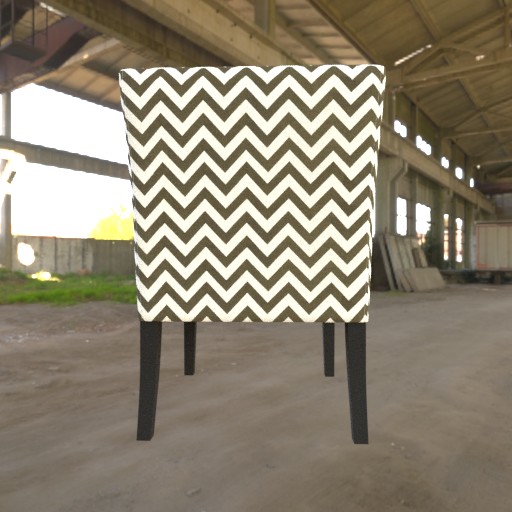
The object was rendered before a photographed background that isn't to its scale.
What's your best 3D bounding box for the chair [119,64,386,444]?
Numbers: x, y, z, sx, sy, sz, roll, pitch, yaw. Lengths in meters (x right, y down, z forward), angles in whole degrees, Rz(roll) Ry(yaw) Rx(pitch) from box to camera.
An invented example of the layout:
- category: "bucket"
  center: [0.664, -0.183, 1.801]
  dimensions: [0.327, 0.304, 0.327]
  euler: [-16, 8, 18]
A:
- category: "chair"
  center: [0.000, 0.000, 1.277]
  dimensions: [0.589, 0.838, 0.648]
  euler: [0, 0, 2]
